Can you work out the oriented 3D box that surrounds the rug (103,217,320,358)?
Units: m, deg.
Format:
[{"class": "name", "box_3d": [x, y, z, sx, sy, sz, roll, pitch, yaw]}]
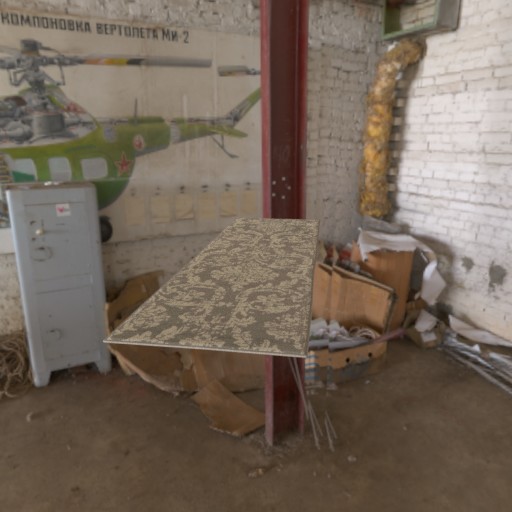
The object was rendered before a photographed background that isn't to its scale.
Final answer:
[{"class": "rug", "box_3d": [0.000, 0.000, 2.430, 0.662, 0.011, 2.196, 2, 16, 9]}]
